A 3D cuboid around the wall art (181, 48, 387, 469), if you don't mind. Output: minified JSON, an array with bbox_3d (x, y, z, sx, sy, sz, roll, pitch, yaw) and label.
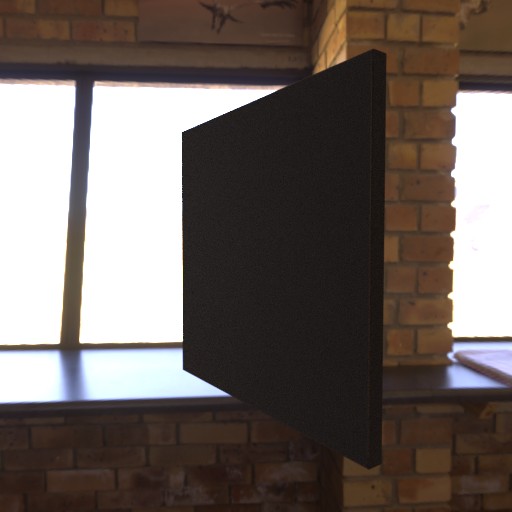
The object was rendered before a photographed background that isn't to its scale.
[{"bbox_3d":[0.000,0.000,0.446,0.015,0.303,0.304,-2,3,-36],"label":"wall art"}]
